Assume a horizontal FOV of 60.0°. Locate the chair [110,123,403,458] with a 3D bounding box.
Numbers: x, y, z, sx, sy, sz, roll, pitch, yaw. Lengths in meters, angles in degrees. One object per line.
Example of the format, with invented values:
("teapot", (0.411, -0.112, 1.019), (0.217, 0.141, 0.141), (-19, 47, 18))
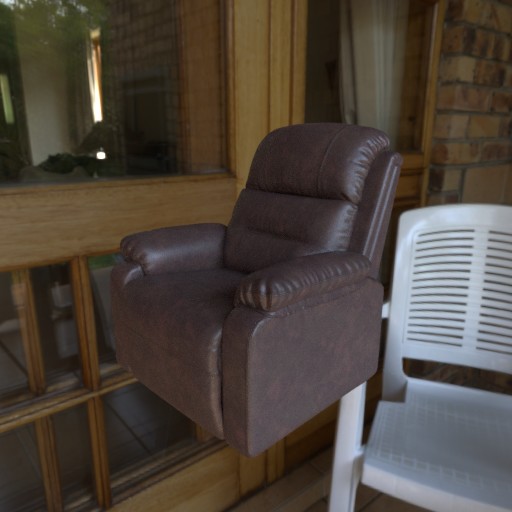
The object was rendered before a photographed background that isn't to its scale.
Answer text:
("chair", (0.000, 0.000, 1.702), (0.919, 0.992, 0.855), (-15, 21, -43))
